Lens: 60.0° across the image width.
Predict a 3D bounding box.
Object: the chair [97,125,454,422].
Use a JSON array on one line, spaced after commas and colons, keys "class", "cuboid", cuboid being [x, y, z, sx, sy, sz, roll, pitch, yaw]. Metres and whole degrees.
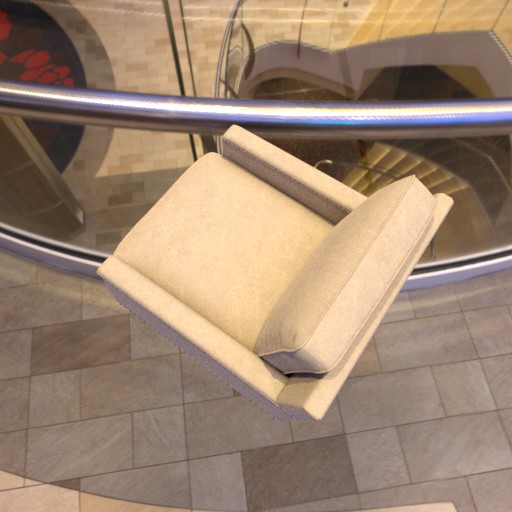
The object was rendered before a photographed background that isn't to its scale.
[{"class": "chair", "cuboid": [0.000, 0.000, 1.734, 1.014, 0.943, 0.853, 33, 69, 14]}]
